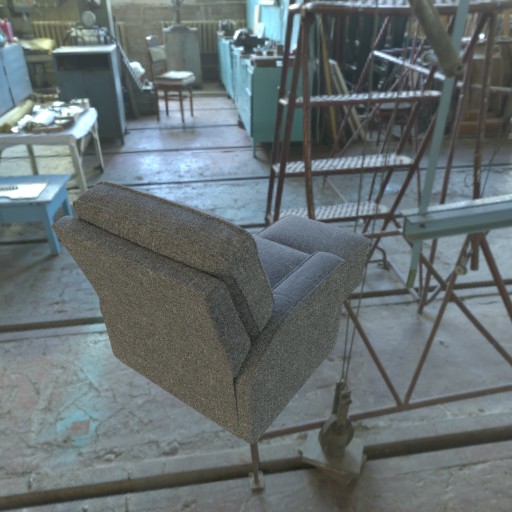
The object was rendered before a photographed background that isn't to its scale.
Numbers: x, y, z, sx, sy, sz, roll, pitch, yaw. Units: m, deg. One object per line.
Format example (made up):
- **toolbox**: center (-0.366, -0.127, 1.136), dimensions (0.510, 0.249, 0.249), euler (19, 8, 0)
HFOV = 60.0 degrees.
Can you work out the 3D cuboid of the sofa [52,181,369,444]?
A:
- **sofa**: center (0.000, 0.000, 2.079), dimensions (0.861, 0.959, 1.472), euler (21, 37, 30)
